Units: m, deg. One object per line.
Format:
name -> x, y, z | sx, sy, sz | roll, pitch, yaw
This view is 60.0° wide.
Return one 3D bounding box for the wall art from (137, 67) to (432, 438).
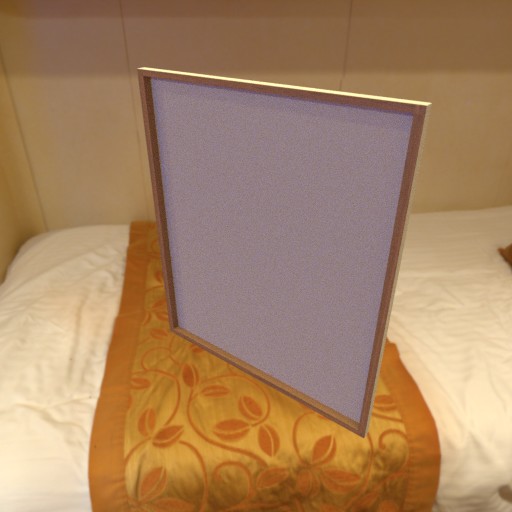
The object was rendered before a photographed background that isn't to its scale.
wall art -> 0.000, 0.000, 0.961 | 0.609, 0.710, 0.021 | 21, 36, 31
